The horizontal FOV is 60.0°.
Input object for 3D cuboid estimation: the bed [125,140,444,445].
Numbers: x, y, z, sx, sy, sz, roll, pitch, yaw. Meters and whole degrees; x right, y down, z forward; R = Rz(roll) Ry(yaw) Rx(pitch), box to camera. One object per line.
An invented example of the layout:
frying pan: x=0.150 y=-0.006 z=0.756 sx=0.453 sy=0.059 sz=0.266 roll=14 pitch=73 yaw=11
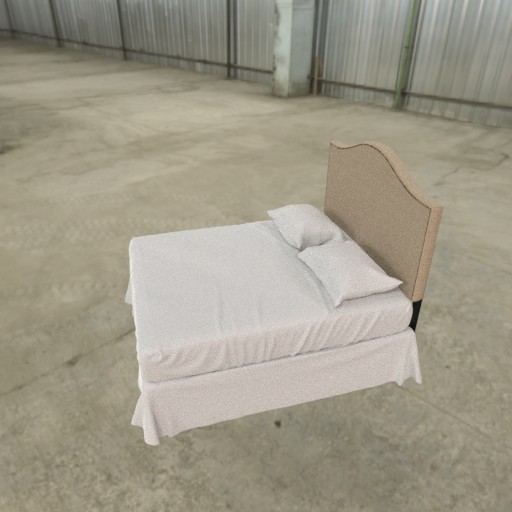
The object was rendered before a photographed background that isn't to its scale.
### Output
bed: x=0.000 y=0.000 z=3.550 sx=2.221 sy=1.645 sz=1.876 roll=-8 pitch=31 yaw=-14
